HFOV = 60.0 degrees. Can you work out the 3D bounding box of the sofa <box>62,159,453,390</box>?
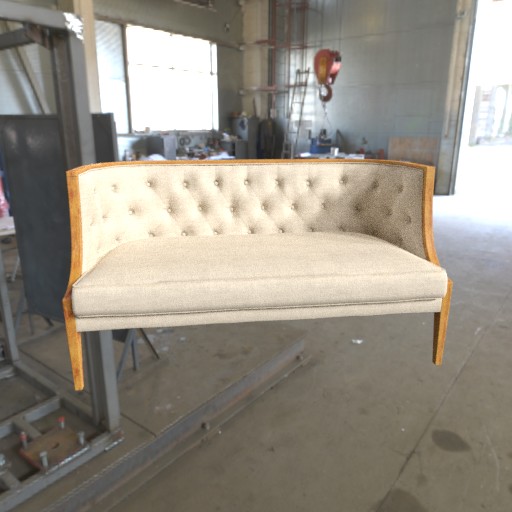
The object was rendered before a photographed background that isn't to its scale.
[{"bbox_3d":[0.000,0.000,1.945,1.474,0.775,0.770,-2,17,-7],"label":"sofa"}]
